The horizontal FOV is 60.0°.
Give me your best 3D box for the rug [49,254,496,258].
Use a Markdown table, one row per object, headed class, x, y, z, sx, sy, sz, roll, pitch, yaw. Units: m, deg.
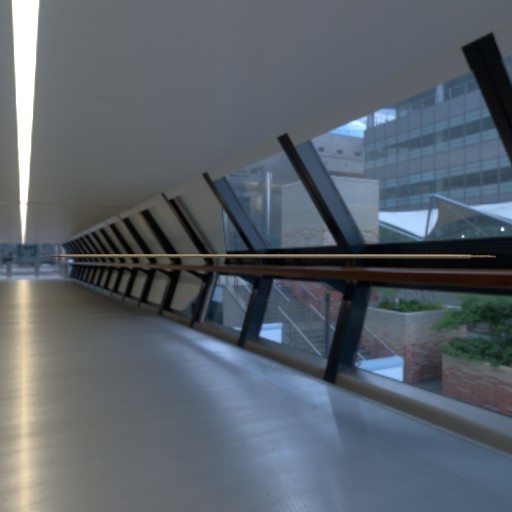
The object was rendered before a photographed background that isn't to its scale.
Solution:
| class | x | y | z | sx | sy | sz | roll | pitch | yaw |
| --- | --- | --- | --- | --- | --- | --- | --- | --- | --- |
| rug | 0.000 | 0.000 | 2.656 | 2.438 | 0.021 | 0.729 | 0 | 0 | 17 |
